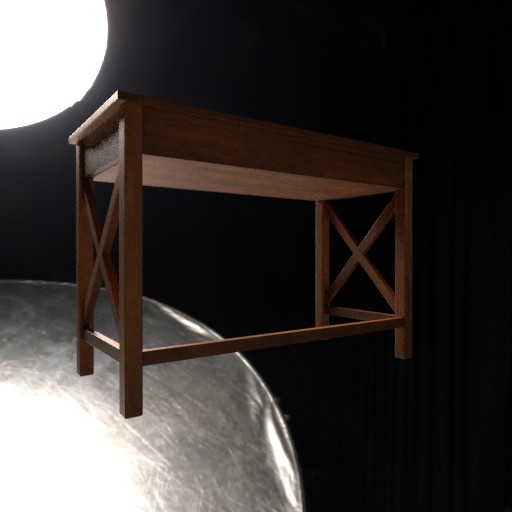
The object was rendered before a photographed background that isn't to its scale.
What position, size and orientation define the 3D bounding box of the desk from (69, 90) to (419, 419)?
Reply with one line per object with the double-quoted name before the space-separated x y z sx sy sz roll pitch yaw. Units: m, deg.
"desk" 0.000 0.000 1.540 1.117 0.762 0.508 0 0 -35
